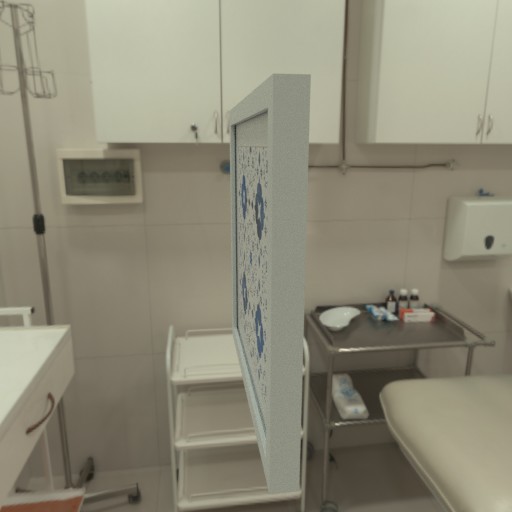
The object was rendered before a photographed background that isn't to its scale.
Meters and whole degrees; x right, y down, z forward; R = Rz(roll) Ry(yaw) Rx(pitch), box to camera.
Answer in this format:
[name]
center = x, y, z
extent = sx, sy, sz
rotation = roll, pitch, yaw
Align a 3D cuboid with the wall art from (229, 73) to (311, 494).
[wall art]
center = 0.000, 0.000, 0.529
extent = 0.027, 0.355, 0.355
rotation = -2, 14, -8
